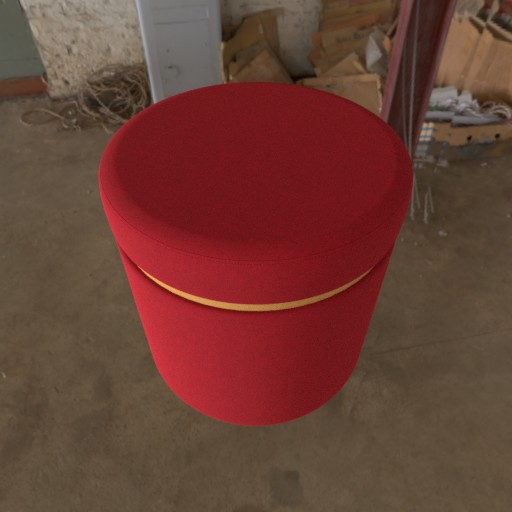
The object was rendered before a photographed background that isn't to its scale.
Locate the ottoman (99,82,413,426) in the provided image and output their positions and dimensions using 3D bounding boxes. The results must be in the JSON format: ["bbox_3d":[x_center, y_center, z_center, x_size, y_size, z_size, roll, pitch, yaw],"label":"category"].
[{"bbox_3d":[0.000,0.000,0.710,0.400,0.406,0.400,0,46,0],"label":"ottoman"}]
